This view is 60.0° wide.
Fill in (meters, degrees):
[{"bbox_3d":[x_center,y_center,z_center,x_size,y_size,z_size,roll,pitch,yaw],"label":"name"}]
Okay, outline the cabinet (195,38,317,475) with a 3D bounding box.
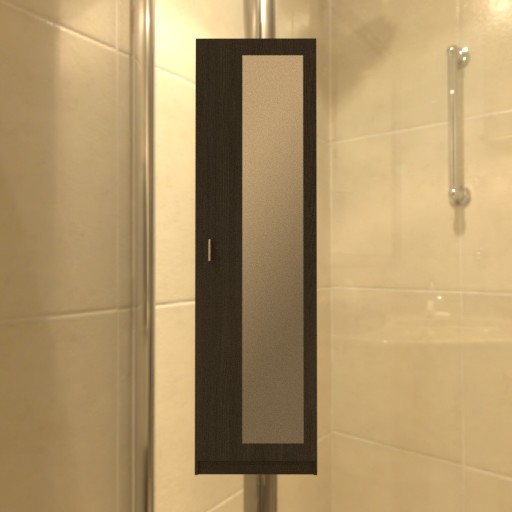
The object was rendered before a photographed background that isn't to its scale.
[{"bbox_3d":[0.000,0.000,1.910,0.500,1.790,0.230,0,-1,0],"label":"cabinet"}]
